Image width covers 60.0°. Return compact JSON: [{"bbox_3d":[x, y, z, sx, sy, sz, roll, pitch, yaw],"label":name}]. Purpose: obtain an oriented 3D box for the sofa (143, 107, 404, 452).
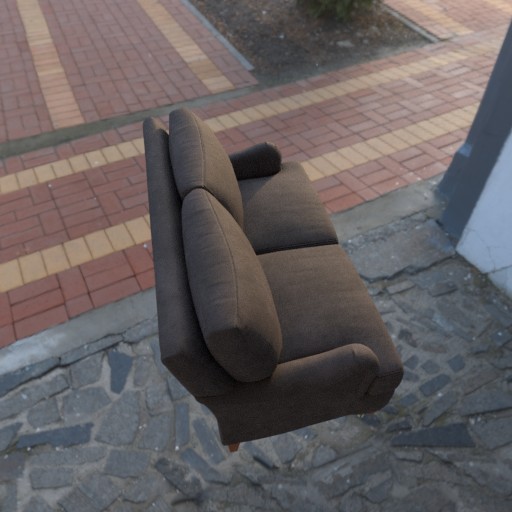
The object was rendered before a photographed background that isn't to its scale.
[{"bbox_3d":[0.000,0.000,2.588,1.084,1.101,1.853,-9,46,-9],"label":"sofa"}]
